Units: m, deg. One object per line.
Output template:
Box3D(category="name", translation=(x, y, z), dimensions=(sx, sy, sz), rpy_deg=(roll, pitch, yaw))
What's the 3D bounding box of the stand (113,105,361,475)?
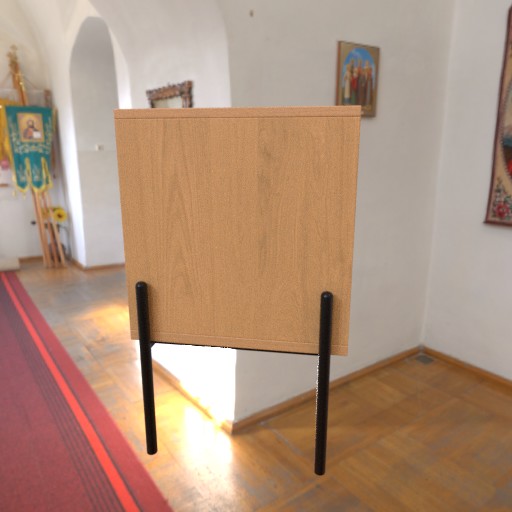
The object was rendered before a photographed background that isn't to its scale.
Box3D(category="stand", translation=(0.000, 0.000, 1.008), dimensions=(0.400, 0.600, 0.630), rpy_deg=(2, 14, 9))
